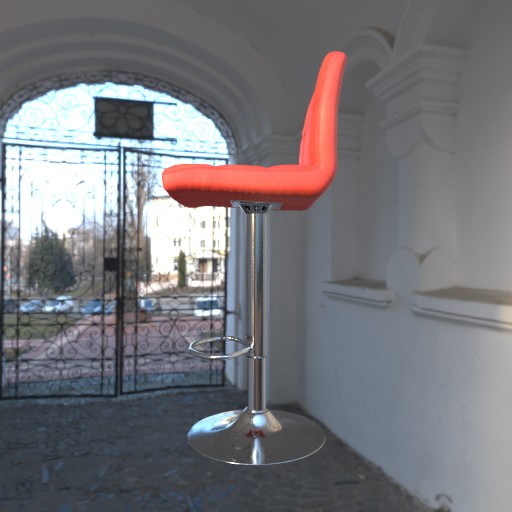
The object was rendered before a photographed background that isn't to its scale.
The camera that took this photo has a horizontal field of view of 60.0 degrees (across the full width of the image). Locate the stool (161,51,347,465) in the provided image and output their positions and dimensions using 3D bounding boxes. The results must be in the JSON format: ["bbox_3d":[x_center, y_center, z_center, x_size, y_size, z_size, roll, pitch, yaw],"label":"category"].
[{"bbox_3d":[0.000,0.000,1.381,0.505,1.115,0.430,0,0,1],"label":"stool"}]
